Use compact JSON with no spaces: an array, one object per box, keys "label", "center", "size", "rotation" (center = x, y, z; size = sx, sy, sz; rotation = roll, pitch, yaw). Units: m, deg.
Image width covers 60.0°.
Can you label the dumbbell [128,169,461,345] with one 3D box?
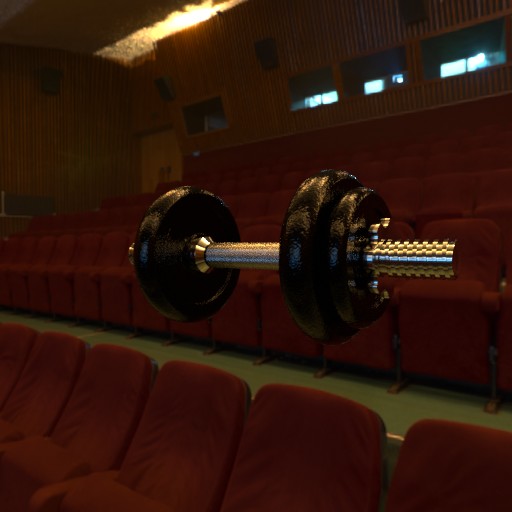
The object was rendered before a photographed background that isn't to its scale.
[{"label":"dumbbell","center":[0.000,0.000,0.586],"size":[0.497,0.202,0.202],"rotation":[1,2,37]}]
